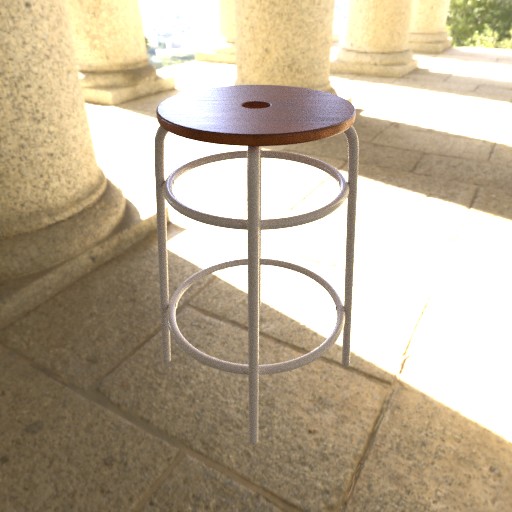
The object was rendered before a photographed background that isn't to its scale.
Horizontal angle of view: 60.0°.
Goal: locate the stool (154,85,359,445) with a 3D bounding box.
[{"bbox_3d":[0.000,0.000,0.919,0.455,0.610,0.455,1,32,1],"label":"stool"}]
